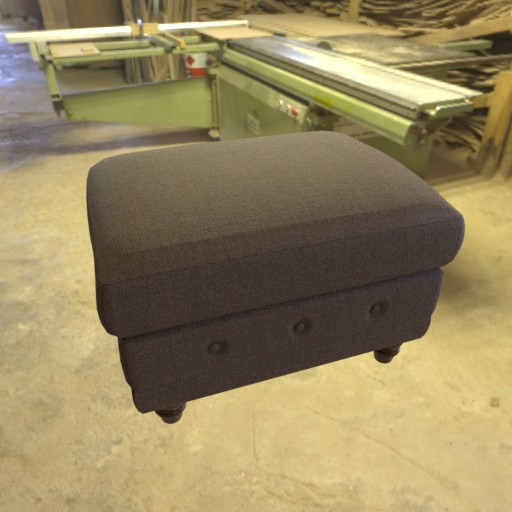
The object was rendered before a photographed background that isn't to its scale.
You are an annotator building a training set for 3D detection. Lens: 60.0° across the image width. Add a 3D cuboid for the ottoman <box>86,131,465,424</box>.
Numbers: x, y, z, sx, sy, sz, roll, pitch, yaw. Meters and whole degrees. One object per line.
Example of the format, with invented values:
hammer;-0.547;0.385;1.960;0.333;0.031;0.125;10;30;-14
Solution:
ottoman;0.000;0.000;1.202;0.809;0.555;0.599;-11;35;-16
